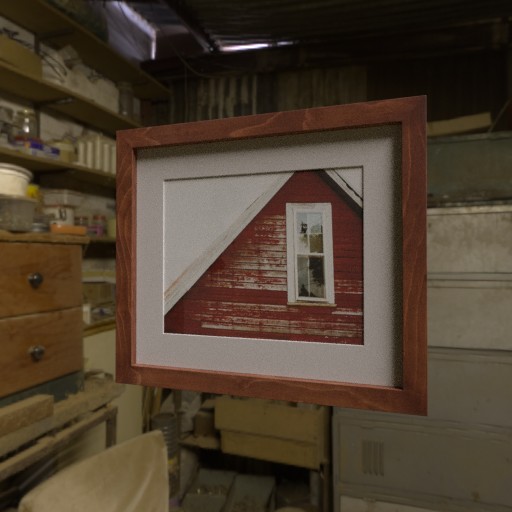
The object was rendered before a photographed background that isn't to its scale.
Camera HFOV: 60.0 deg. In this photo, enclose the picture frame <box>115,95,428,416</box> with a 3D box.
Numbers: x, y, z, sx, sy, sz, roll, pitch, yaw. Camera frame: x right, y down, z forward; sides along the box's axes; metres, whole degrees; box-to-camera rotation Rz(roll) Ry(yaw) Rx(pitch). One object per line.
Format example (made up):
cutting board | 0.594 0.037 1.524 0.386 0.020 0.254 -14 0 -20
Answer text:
picture frame | 0.000 0.000 0.530 0.381 0.330 0.025 0 -1 19
